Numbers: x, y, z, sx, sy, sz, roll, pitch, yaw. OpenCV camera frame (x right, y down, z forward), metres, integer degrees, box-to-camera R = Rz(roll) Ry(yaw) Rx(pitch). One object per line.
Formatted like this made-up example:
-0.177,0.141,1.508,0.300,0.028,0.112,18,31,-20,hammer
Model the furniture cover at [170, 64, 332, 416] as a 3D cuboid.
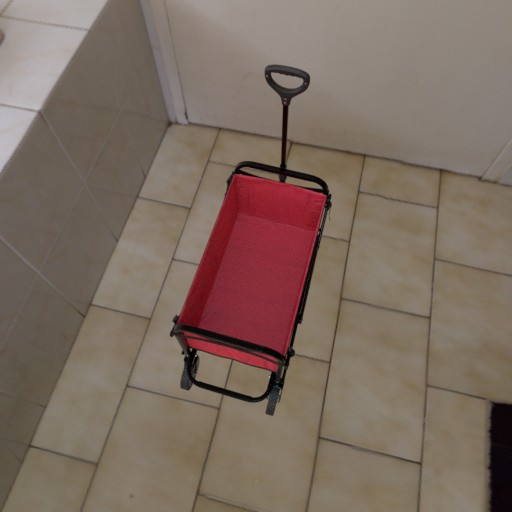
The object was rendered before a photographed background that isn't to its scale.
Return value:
0.000,0.000,1.849,0.532,1.295,1.038,14,64,7,furniture cover
